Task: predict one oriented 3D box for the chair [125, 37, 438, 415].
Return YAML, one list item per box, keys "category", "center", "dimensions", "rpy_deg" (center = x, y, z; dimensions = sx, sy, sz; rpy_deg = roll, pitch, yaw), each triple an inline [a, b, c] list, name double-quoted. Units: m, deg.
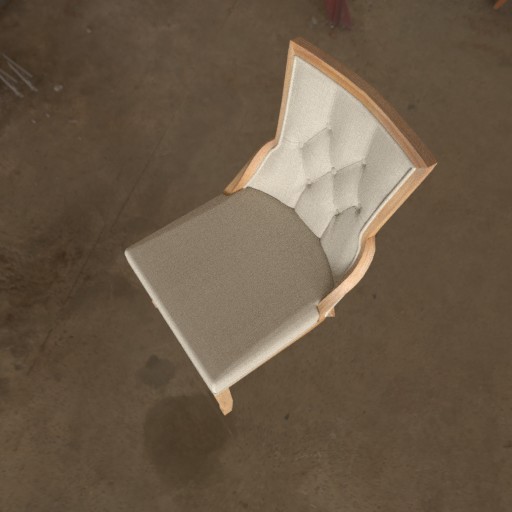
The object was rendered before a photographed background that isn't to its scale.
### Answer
- category: "chair"
  center: [0.000, 0.000, 1.322]
  dimensions: [0.641, 0.947, 0.524]
  rpy_deg: [-32, 68, -15]
